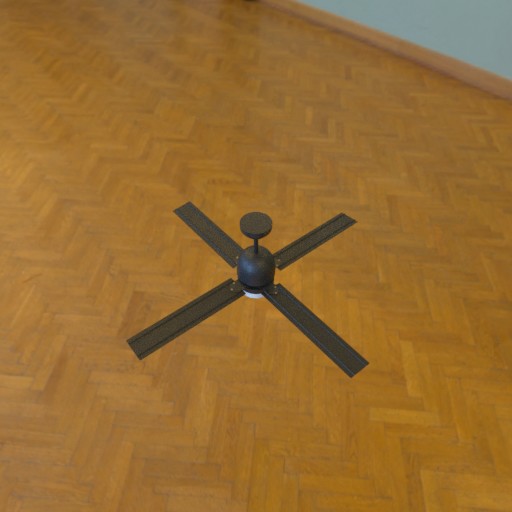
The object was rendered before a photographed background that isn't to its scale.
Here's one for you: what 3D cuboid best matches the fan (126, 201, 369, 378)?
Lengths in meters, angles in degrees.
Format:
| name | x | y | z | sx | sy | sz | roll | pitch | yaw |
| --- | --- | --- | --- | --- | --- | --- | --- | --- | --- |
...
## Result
| name | x | y | z | sx | sy | sz | roll | pitch | yaw |
| --- | --- | --- | --- | --- | --- | --- | --- | --- | --- |
| fan | 0.000 | 0.000 | 2.028 | 1.319 | 0.410 | 1.319 | -32 | 54 | -27 |
